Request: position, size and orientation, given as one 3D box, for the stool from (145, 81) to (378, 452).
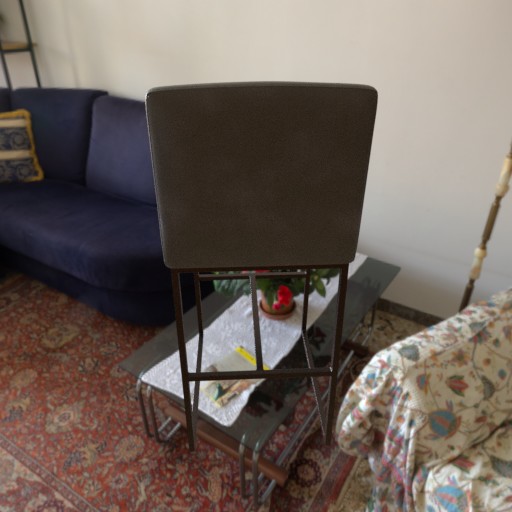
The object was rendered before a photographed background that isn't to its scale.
[{"bbox_3d":[0.000,0.000,1.321,0.463,1.065,0.562,-2,31,-2],"label":"stool"}]
